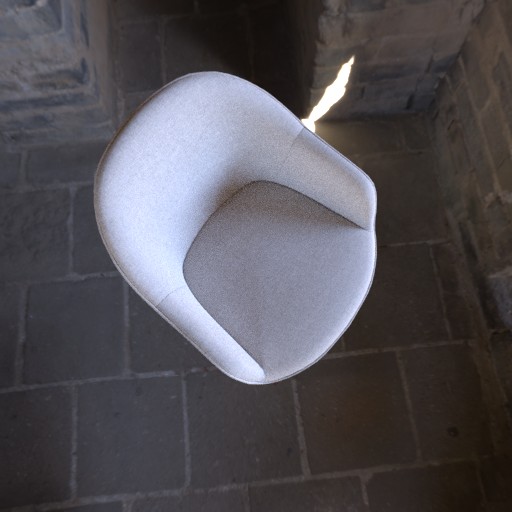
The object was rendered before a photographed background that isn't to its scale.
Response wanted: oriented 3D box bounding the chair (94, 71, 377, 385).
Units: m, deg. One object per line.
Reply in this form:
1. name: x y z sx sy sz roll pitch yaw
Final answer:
1. chair: 0.000 0.000 1.243 0.635 0.823 0.596 36 78 9
